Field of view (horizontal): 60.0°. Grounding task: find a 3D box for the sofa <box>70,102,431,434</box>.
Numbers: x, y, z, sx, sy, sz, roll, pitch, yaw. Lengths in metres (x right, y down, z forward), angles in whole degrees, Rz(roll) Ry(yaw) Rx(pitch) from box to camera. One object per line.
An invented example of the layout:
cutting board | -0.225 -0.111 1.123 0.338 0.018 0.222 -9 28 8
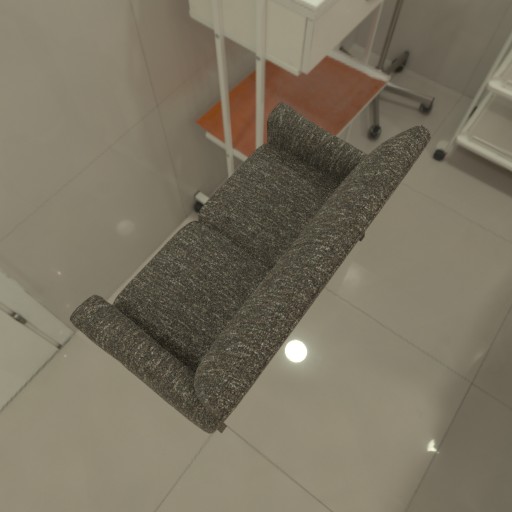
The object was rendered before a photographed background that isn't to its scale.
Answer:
sofa | 0.000 0.000 2.116 0.801 0.946 1.519 33 68 16
